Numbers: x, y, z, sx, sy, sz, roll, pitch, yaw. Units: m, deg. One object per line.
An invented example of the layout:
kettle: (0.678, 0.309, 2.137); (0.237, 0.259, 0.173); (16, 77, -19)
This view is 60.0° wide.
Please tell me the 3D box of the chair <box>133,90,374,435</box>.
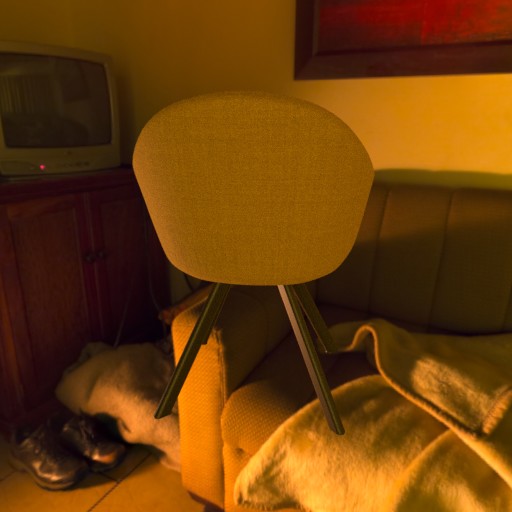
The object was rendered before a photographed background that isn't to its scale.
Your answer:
chair: (0.000, 0.000, 1.183); (0.590, 0.795, 0.550); (2, 16, 7)
